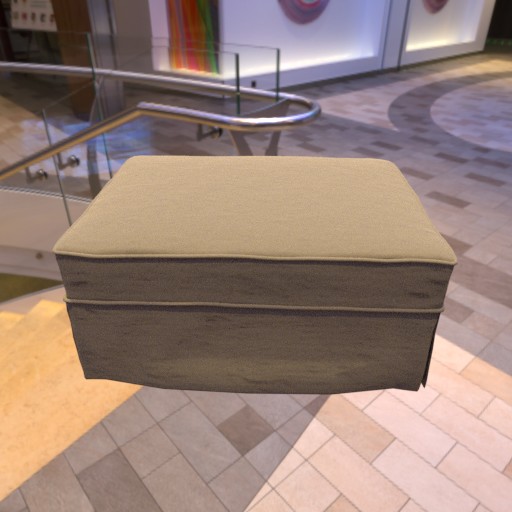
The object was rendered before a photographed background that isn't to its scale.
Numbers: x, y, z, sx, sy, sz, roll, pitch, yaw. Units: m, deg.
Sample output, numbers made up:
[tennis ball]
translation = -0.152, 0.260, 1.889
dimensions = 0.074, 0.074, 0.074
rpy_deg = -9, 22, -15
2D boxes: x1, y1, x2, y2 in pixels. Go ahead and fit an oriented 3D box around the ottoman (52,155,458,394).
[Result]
[ottoman]
translation = 0.000, 0.000, 1.339
dimensions = 0.944, 0.479, 0.703
rpy_deg = 1, 32, 2
